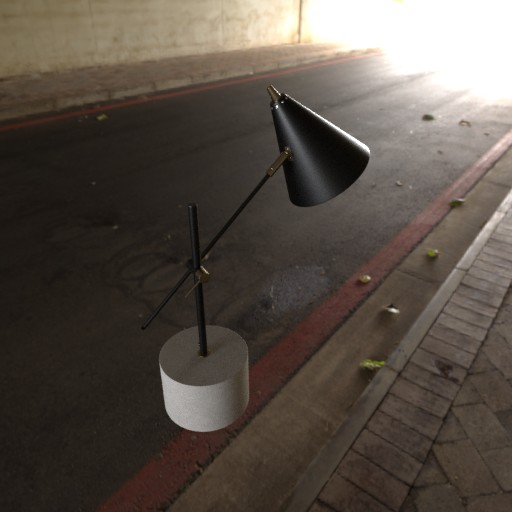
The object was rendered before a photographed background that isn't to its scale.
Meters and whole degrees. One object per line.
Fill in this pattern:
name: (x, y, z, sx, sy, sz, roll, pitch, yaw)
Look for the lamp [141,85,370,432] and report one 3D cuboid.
lamp: (0.000, 0.000, 0.736, 0.403, 0.518, 0.214, -10, 32, -17)
